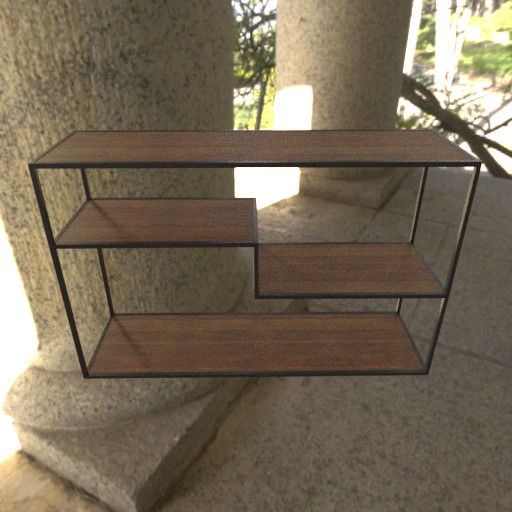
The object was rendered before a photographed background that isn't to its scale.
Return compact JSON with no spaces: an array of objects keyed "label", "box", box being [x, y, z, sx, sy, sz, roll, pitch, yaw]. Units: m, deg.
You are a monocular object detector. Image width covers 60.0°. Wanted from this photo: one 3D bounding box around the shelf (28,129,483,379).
[{"label":"shelf","box":[0.000,0.000,1.510,1.201,0.765,0.361,0,29,-1]}]
